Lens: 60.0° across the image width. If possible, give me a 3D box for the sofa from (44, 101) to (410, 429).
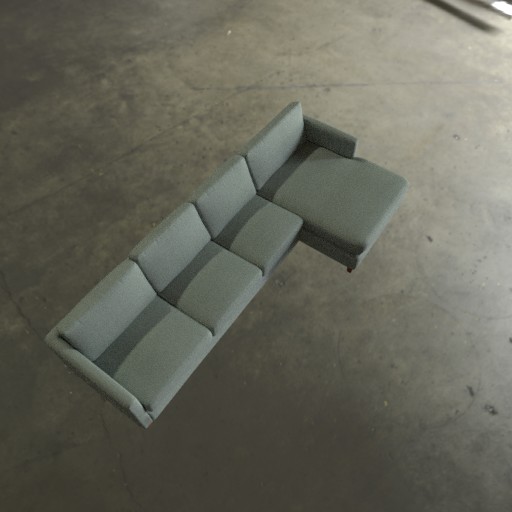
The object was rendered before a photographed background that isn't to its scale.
[{"bbox_3d":[0.000,0.000,4.136,1.604,0.950,3.471,30,61,19],"label":"sofa"}]
